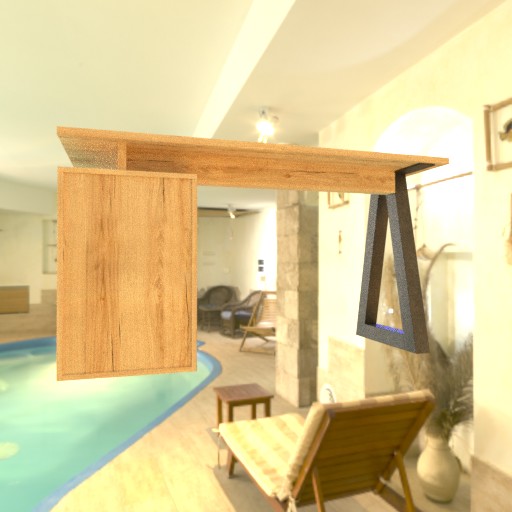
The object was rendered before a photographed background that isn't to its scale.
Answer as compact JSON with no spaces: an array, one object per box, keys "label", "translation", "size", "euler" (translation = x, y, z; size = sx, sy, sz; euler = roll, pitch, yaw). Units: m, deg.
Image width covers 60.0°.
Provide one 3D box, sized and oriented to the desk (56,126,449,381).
[{"label":"desk","translation":[0.000,0.000,1.775],"size":[1.400,0.760,0.550],"euler":[0,-1,-17]}]
